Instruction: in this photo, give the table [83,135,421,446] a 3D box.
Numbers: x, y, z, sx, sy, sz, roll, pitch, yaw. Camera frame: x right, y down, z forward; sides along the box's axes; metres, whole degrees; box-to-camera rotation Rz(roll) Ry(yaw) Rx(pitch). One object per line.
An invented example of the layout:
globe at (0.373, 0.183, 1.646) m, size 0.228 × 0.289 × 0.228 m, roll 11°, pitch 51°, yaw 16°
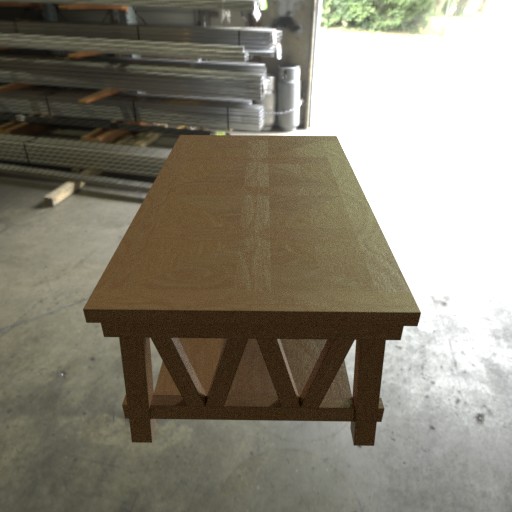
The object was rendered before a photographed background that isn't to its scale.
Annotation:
table at (0.000, 0.000, 1.605) m, size 0.711 × 0.507 × 1.270 m, roll 0°, pitch 32°, yaw 1°
